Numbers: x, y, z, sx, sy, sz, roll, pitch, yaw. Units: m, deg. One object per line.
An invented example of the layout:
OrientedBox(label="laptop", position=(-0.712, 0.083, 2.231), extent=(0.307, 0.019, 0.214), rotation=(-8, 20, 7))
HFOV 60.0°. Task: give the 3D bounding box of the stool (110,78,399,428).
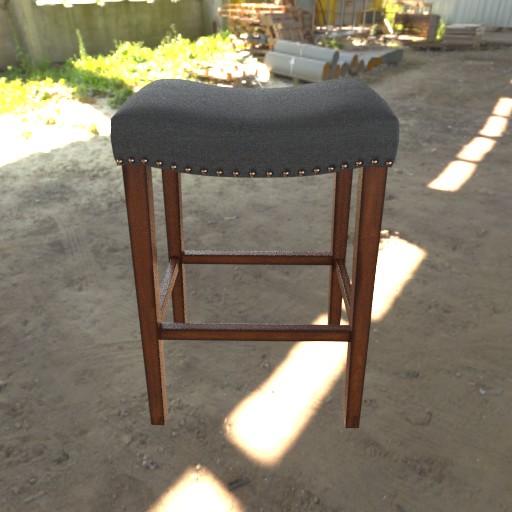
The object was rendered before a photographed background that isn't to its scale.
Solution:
OrientedBox(label="stool", position=(0.000, 0.000, 1.037), extent=(0.502, 0.748, 0.366), rotation=(1, 31, 1))
